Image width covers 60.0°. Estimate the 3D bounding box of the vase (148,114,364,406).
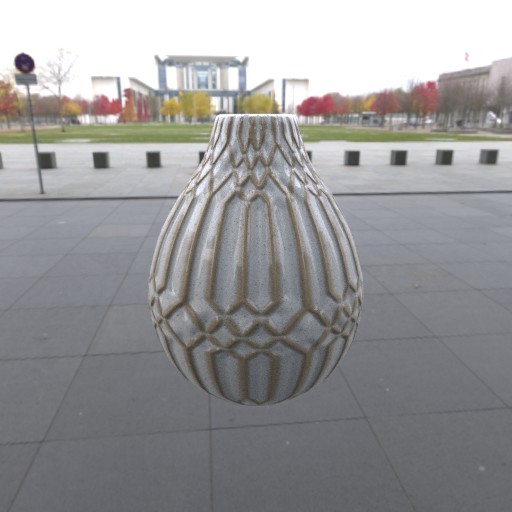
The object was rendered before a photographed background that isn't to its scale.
[{"bbox_3d":[0.000,0.000,0.329,0.159,0.200,0.159,0,17,0],"label":"vase"}]
